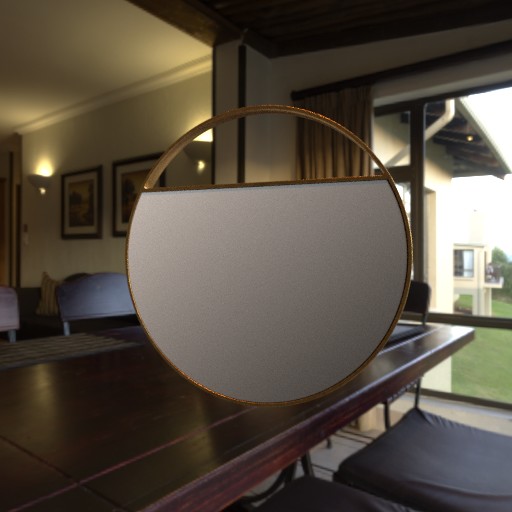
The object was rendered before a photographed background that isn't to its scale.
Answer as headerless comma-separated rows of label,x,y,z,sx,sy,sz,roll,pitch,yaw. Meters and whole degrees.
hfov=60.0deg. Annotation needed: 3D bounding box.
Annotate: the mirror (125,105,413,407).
mirror,0.000,0.000,0.849,0.565,0.565,0.032,0,0,18
